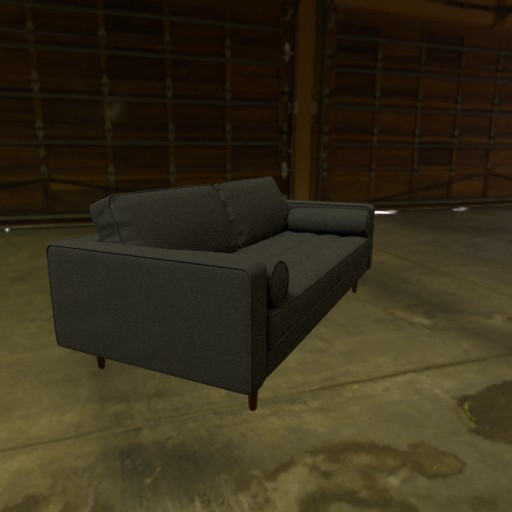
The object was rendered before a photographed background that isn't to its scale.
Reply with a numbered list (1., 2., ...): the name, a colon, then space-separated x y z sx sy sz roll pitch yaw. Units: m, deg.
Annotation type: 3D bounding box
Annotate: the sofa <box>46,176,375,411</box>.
1. sofa: 0.000 0.000 2.368 0.914 0.759 1.875 6 15 25
